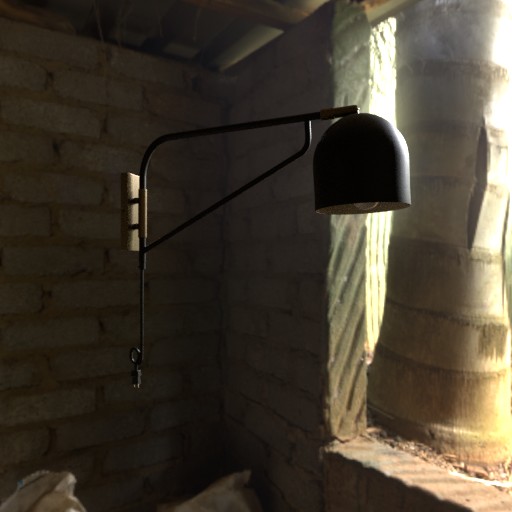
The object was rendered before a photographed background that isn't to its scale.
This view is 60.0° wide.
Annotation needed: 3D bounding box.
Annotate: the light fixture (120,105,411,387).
[{"bbox_3d":[0.000,0.000,1.090,0.720,0.696,0.215,0,-1,17],"label":"light fixture"}]
